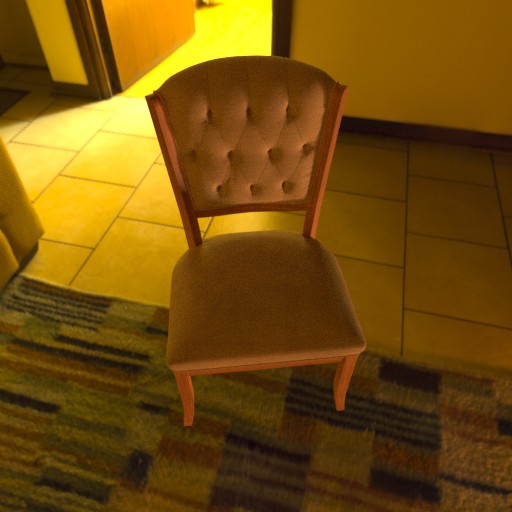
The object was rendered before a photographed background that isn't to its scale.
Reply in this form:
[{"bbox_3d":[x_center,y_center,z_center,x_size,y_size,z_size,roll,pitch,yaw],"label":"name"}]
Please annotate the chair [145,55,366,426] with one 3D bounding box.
[{"bbox_3d":[0.000,0.000,1.259,0.513,0.905,0.584,-4,47,-4],"label":"chair"}]
